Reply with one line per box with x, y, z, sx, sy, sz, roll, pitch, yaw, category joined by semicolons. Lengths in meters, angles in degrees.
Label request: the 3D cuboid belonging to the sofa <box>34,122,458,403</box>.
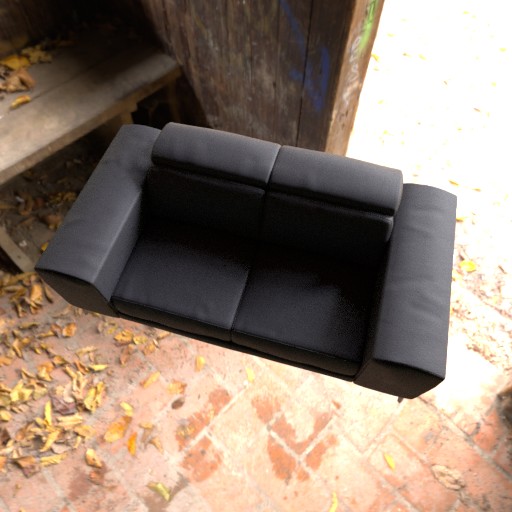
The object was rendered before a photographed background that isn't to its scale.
0.000;0.000;2.352;1.895;0.779;1.003;14;60;8;sofa
